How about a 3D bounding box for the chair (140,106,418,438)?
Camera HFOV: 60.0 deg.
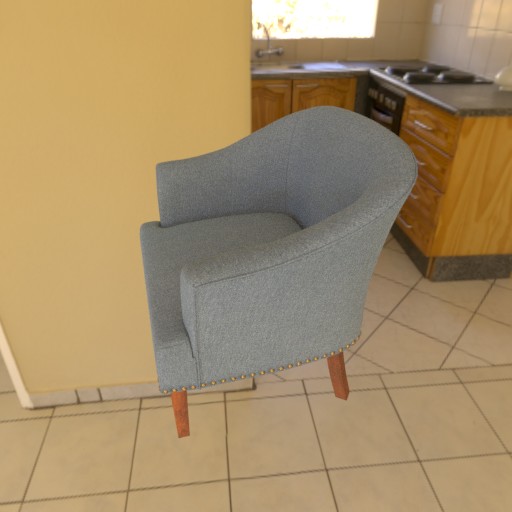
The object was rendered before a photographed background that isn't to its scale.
[{"bbox_3d":[0.000,0.000,1.411,0.704,0.815,0.798,-8,32,-14],"label":"chair"}]
